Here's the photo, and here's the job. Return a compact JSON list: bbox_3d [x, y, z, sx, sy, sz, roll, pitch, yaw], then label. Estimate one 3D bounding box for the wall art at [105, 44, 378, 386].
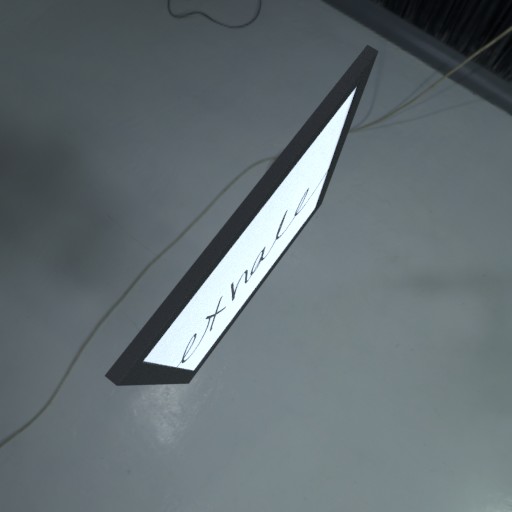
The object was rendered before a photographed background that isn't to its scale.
[{"bbox_3d":[0.000,0.000,0.531,0.012,0.357,0.358,35,77,9],"label":"wall art"}]
